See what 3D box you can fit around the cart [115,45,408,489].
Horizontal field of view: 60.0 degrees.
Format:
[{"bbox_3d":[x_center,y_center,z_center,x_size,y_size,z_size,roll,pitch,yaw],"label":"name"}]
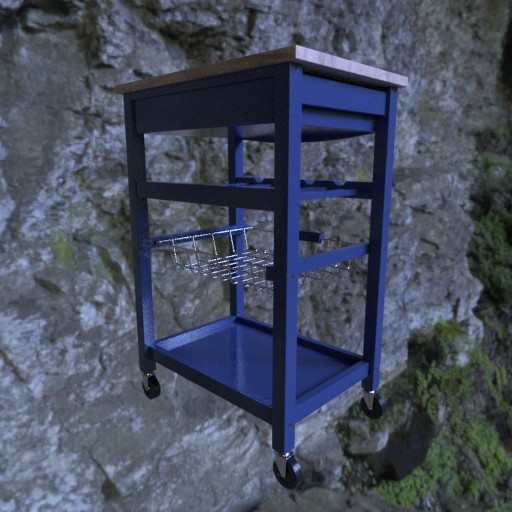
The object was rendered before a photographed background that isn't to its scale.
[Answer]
[{"bbox_3d":[0.000,0.000,1.130,0.584,0.839,0.403,12,17,43],"label":"cart"}]
